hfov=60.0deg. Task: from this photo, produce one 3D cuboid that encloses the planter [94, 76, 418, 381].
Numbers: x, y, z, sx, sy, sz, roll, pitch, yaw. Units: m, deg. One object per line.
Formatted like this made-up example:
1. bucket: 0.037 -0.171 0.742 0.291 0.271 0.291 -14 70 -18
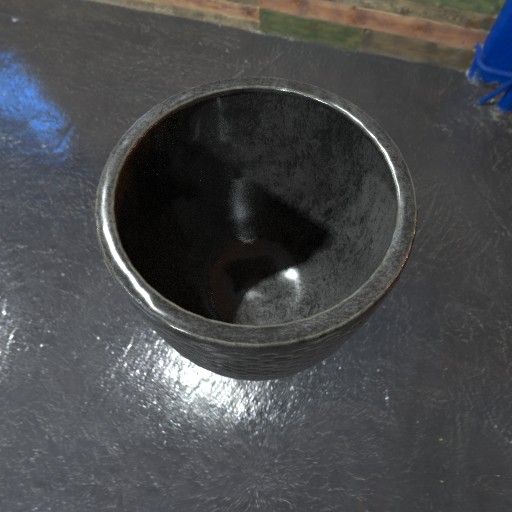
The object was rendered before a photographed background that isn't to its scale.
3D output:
1. planter: 0.000 0.000 0.247 0.140 0.129 0.140 0 63 0
